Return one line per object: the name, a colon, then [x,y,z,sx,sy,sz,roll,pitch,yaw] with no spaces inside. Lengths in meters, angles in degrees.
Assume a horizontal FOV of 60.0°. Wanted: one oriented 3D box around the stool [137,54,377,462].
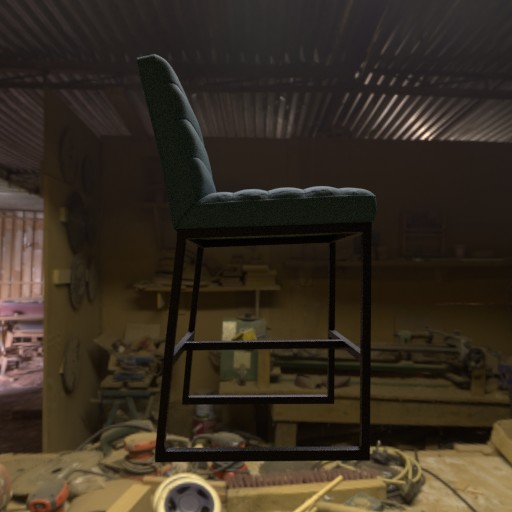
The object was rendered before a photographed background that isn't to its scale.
stool: [0.000,0.000,1.231,0.560,0.940,0.460,0,-1,-1]
